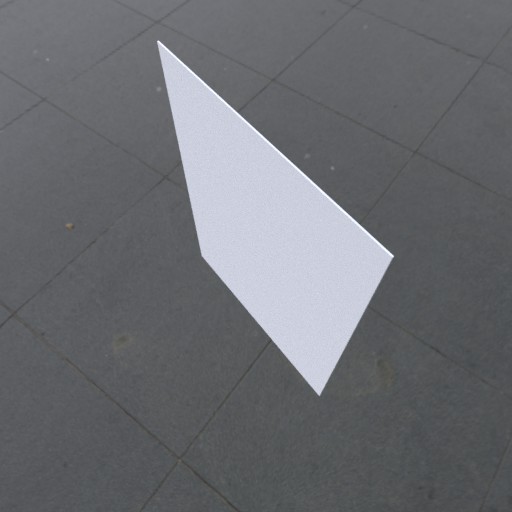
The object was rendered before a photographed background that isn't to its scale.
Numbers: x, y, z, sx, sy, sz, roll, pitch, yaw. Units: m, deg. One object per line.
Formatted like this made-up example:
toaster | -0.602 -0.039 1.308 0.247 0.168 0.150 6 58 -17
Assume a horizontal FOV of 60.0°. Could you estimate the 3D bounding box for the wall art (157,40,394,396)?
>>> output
wall art | 0.000 0.000 0.809 0.003 0.610 0.457 -34 65 -18
